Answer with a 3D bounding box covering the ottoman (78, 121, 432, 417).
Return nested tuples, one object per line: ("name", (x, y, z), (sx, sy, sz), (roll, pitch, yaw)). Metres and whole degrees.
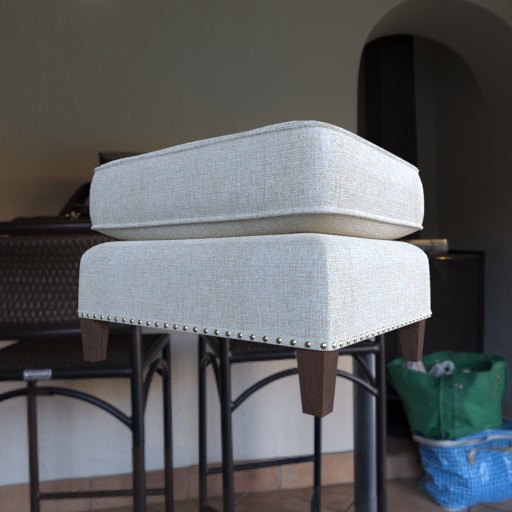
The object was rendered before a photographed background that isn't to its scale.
("ottoman", (0.000, 0.000, 1.154), (0.738, 0.537, 0.589), (0, -1, 37))
